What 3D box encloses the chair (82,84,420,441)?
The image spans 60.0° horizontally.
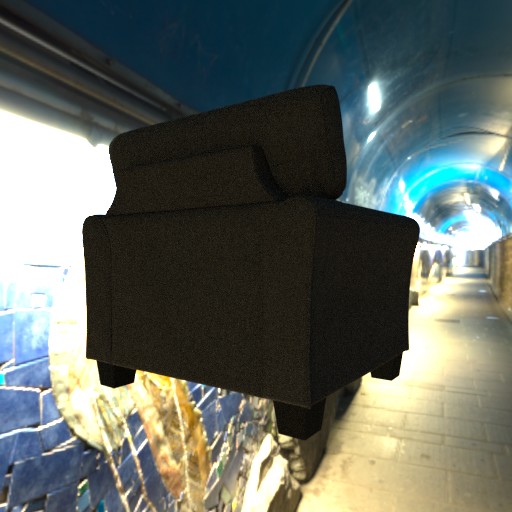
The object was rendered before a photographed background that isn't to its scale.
[{"bbox_3d":[0.000,0.000,1.591,0.941,0.890,0.816,0,0,35],"label":"chair"}]
